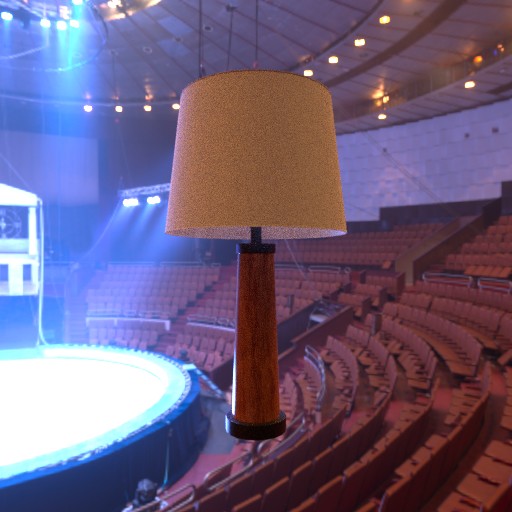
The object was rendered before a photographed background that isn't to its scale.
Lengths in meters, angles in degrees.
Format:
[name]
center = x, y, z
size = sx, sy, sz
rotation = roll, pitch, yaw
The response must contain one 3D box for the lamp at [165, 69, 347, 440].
[lamp]
center = 0.000, 0.000, 0.862
size = 0.349, 0.667, 0.349
rotation = 0, -1, 0
